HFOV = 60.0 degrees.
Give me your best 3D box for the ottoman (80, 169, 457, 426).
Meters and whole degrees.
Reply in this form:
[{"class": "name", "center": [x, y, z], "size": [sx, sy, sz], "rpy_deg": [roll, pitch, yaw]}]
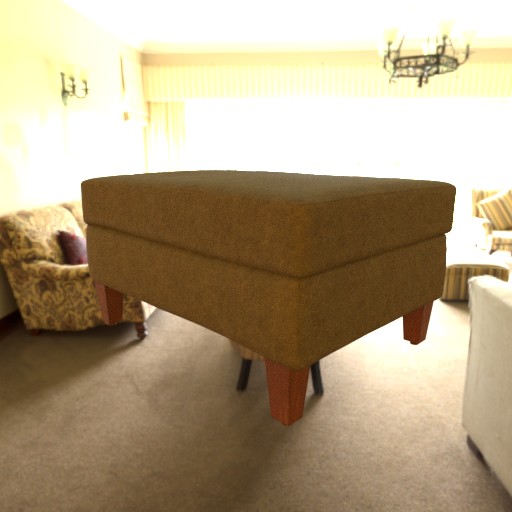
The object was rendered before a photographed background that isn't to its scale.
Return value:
[{"class": "ottoman", "center": [0.000, 0.000, 1.241], "size": [0.639, 0.464, 0.839], "rpy_deg": [-13, 18, -43]}]
